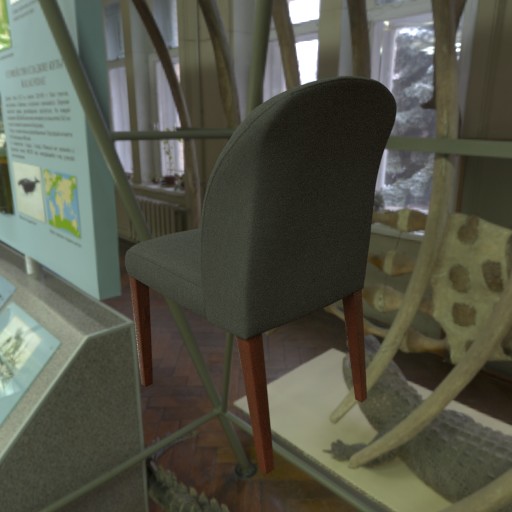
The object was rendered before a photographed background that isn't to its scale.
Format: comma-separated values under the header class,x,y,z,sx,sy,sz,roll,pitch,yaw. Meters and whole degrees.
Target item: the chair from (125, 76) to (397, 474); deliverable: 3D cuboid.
class,x,y,z,sx,sy,sz,roll,pitch,yaw
chair,0.000,0.000,1.224,0.506,0.879,0.619,-15,22,-42
